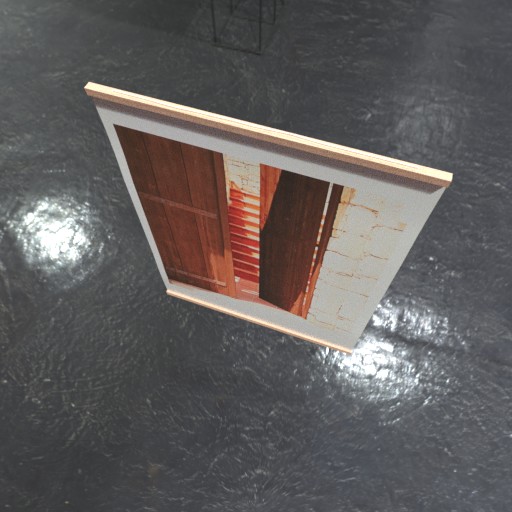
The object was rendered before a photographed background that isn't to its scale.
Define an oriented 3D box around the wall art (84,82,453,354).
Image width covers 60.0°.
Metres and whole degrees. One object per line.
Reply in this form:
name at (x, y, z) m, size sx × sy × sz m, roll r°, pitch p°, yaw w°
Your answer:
wall art at (0.000, 0.000, 1.303) m, size 0.758 × 1.013 × 0.020 m, roll 17°, pitch 61°, yaw 10°
